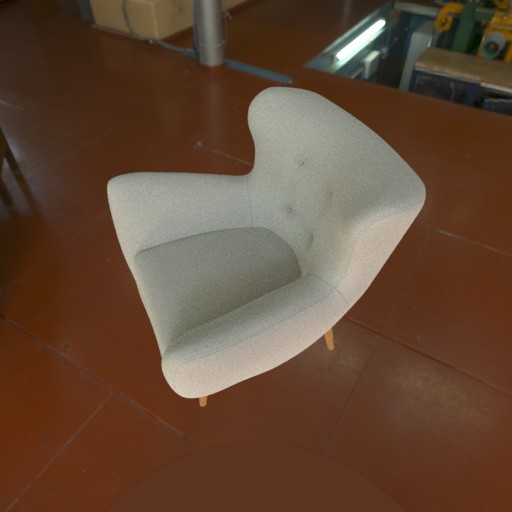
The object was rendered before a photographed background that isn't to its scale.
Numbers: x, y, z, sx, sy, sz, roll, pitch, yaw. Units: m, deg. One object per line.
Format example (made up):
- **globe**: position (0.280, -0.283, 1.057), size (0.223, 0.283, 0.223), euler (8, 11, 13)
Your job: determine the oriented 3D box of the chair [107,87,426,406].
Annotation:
- **chair**: position (0.000, 0.000, 1.638), size (0.889, 0.889, 0.890), euler (-18, 48, -17)
